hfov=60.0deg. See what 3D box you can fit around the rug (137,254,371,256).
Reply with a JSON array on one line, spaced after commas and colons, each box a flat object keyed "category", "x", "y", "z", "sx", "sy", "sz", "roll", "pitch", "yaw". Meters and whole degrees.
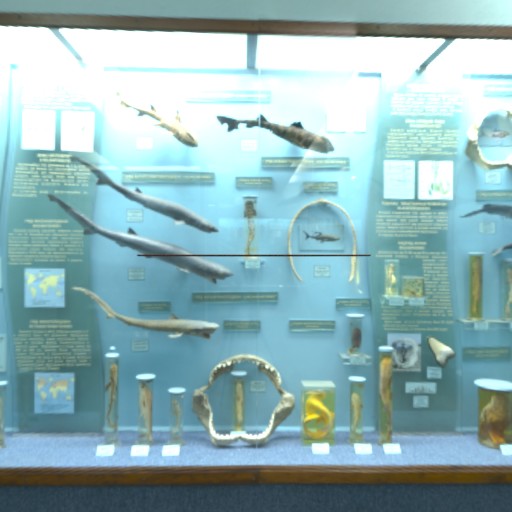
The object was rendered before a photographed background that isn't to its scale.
[{"category": "rug", "x": 0.000, "y": 0.000, "z": 2.716, "sx": 0.792, "sy": 0.006, "sz": 2.437, "roll": 0, "pitch": 0, "yaw": 0}]
